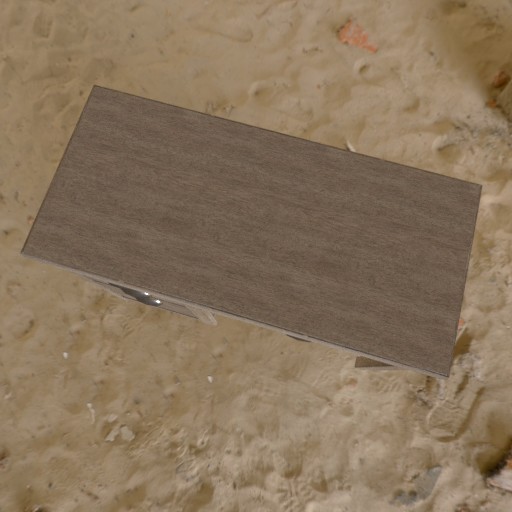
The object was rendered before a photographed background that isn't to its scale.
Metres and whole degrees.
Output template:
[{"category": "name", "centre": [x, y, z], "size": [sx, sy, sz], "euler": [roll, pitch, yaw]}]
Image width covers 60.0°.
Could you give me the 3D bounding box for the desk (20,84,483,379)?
[{"category": "desk", "centre": [0.000, 0.000, 1.785], "size": [1.289, 0.912, 0.610], "euler": [16, 76, 4]}]
